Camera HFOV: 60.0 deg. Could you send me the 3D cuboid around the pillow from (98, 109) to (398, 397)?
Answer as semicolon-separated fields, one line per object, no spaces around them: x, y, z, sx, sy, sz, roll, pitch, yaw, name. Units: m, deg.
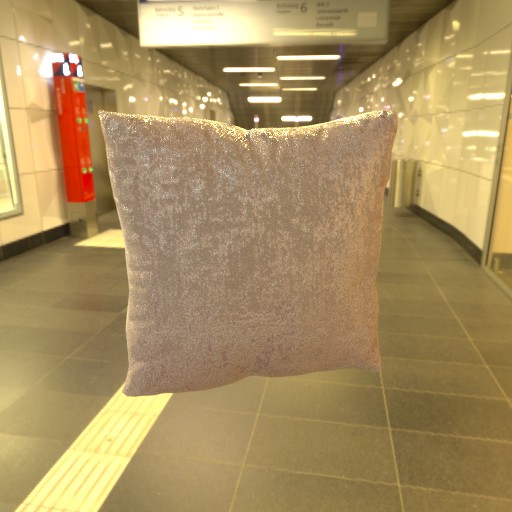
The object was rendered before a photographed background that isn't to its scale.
0.000;0.000;0.711;0.450;0.448;0.245;-3;16;-9;pillow
